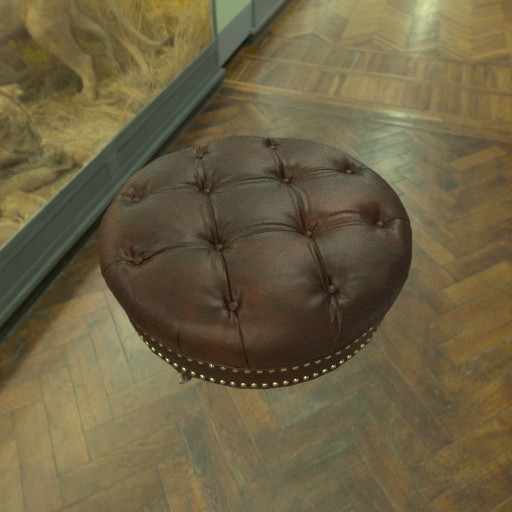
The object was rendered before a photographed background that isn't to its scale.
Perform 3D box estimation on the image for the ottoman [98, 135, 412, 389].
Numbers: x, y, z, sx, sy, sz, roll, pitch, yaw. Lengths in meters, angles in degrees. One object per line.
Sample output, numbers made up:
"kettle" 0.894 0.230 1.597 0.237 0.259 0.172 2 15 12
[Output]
"ottoman" 0.000 0.000 1.395 0.901 0.455 0.901 0 46 0
